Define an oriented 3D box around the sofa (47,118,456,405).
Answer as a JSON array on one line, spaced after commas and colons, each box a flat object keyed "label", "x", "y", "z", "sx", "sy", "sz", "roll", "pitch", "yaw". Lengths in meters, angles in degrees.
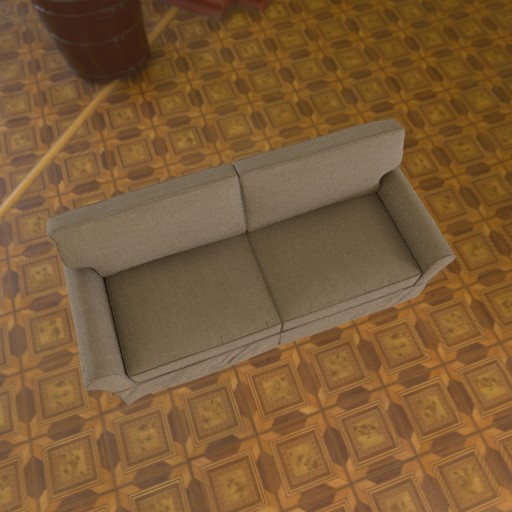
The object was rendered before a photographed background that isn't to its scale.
[{"label": "sofa", "x": 0.000, "y": 0.000, "z": 2.740, "sx": 2.248, "sy": 0.943, "sz": 0.991, "roll": -18, "pitch": 65, "yaw": -9}]
